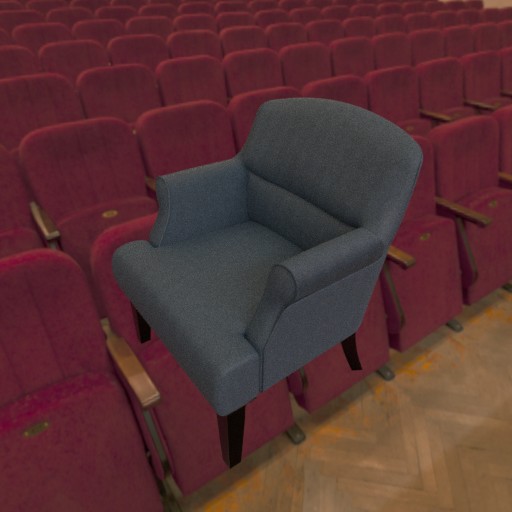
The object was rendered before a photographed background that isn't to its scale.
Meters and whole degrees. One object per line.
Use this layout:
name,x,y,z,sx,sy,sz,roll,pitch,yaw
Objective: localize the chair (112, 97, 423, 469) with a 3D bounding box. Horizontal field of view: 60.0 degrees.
chair,0.000,0.000,1.457,0.754,0.878,0.770,-21,38,-29
